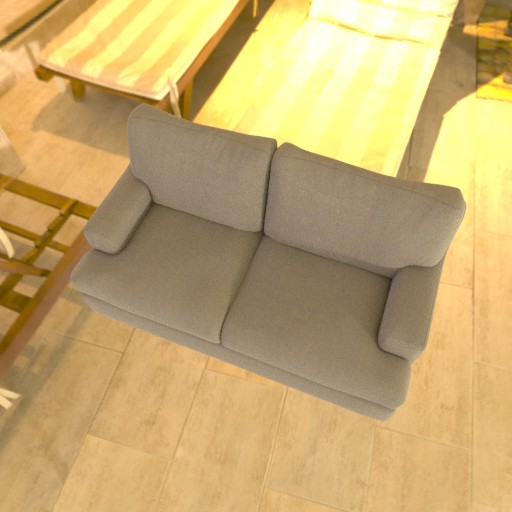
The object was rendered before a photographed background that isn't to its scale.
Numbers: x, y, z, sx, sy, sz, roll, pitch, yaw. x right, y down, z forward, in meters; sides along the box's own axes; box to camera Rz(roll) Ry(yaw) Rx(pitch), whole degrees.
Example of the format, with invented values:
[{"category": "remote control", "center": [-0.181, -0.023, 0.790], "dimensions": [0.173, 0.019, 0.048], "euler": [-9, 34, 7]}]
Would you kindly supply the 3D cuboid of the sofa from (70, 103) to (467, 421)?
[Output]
[{"category": "sofa", "center": [0.000, 0.000, 2.354], "dimensions": [1.855, 0.980, 0.962], "euler": [18, 59, 11]}]
